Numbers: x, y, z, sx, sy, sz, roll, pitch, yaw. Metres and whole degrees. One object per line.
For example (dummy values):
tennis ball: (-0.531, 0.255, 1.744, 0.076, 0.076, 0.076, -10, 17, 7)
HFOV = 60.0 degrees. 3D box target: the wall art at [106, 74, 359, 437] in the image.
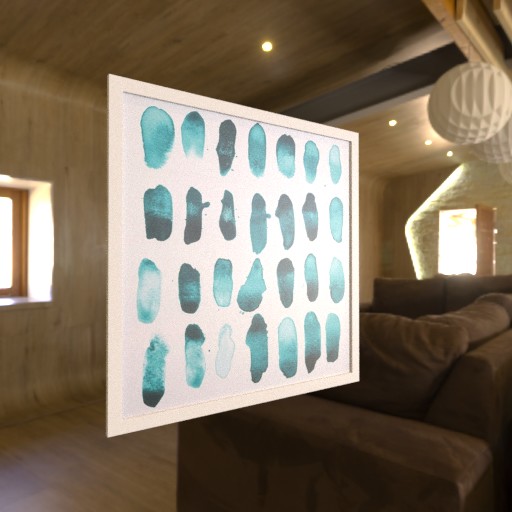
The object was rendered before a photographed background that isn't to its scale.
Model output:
wall art: (0.000, 0.000, 0.843, 0.558, 0.559, 0.009, 0, -1, -35)
